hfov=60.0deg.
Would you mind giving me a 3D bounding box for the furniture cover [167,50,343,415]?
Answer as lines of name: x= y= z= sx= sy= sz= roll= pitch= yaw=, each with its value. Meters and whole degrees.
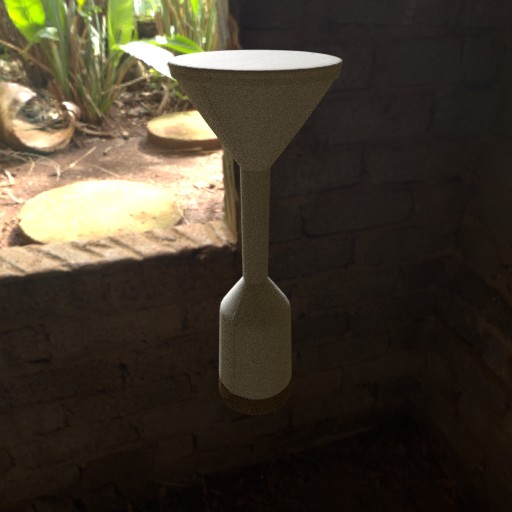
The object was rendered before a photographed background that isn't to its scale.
furniture cover: x=0.000 y=0.000 z=2.942 sx=0.914 sy=2.413 sz=0.914 roll=21 pitch=36 yaw=32
